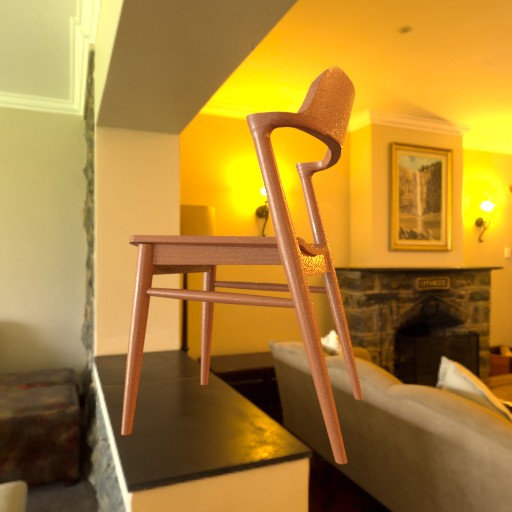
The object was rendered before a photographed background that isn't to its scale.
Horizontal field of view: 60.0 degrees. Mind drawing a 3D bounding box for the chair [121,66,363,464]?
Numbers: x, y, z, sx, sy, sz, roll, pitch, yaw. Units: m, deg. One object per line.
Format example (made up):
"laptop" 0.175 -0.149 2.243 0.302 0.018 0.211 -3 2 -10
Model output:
"chair" 0.000 0.000 1.129 0.499 0.801 0.496 0 -1 18
